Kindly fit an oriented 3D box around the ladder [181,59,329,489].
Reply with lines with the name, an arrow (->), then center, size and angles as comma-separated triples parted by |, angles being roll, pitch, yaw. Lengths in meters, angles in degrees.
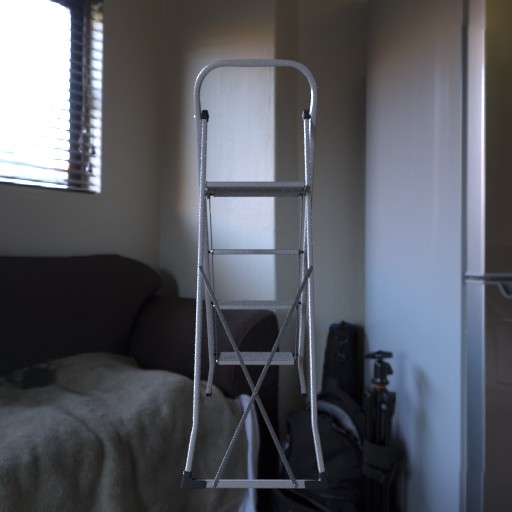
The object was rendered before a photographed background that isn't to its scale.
ladder -> 0.000, 0.000, 1.634 | 0.465, 1.290, 0.830 | 0, 1, 0
